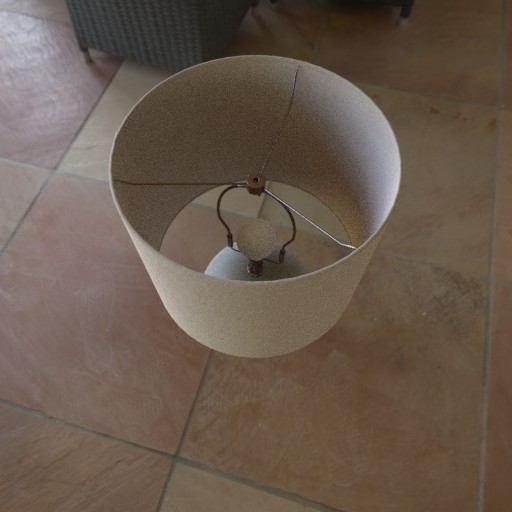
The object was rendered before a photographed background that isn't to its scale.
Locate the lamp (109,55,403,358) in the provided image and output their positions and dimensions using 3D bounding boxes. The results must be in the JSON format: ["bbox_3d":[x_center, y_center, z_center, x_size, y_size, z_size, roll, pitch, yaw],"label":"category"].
[{"bbox_3d":[0.000,0.000,0.588,0.269,0.409,0.269,17,63,9],"label":"lamp"}]
